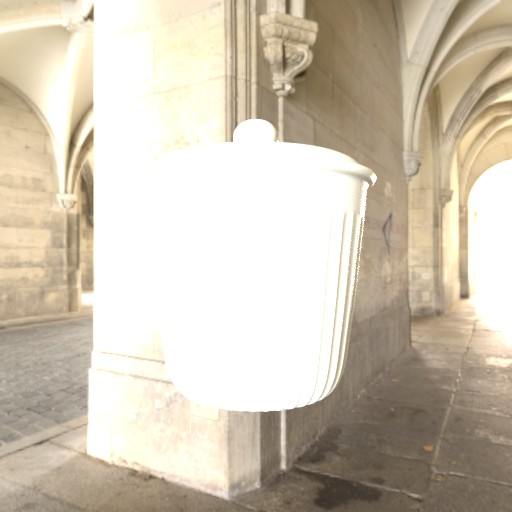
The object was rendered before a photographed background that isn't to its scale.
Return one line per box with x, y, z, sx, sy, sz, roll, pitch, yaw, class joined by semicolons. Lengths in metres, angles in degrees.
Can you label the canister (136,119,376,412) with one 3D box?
0.000;0.000;0.346;0.181;0.211;0.181;0;0;0;canister
